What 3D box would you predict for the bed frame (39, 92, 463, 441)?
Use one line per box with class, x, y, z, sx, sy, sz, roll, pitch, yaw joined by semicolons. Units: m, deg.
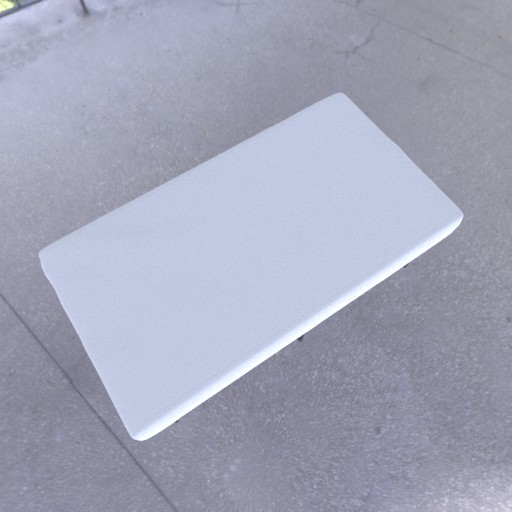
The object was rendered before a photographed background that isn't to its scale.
bed frame;0.000;0.000;2.418;1.908;0.640;1.025;-31;69;-14
